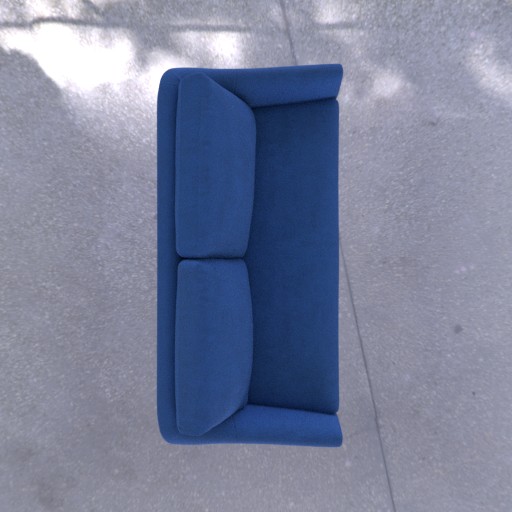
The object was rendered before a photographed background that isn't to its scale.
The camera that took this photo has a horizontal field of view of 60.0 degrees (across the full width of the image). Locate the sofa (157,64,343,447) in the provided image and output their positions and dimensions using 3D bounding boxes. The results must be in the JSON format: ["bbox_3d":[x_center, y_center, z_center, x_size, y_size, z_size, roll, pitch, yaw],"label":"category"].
[{"bbox_3d":[0.000,0.000,2.494,0.960,0.903,2.036,0,90,1],"label":"sofa"}]
